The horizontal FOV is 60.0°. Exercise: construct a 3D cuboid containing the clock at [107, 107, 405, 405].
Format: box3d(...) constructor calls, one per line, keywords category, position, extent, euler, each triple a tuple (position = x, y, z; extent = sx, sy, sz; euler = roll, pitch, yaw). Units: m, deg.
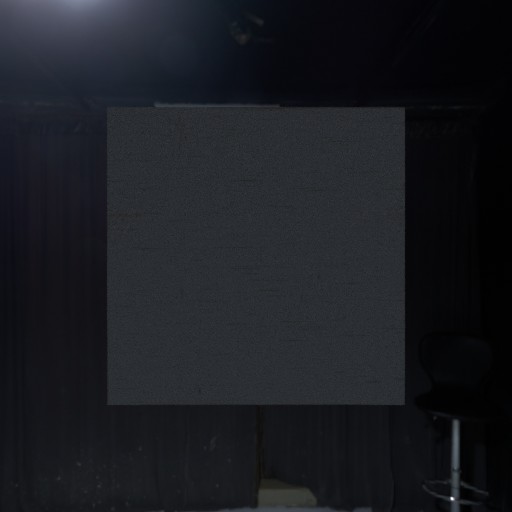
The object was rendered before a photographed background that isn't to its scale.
box3d(category="clock", position=(0.000, 0.000, 1.065), extent=(0.705, 0.705, 0.032), euler=(0, 0, 0))
